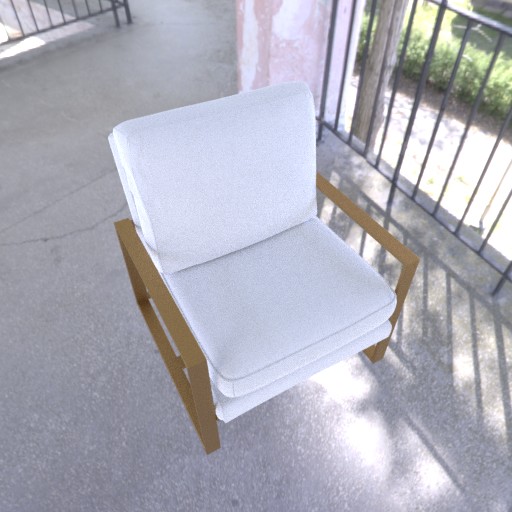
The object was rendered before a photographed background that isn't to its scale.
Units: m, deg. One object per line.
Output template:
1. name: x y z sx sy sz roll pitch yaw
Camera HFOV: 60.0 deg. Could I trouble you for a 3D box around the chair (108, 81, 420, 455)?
1. chair: 0.000 0.000 1.577 0.805 0.966 0.813 -22 50 -20
